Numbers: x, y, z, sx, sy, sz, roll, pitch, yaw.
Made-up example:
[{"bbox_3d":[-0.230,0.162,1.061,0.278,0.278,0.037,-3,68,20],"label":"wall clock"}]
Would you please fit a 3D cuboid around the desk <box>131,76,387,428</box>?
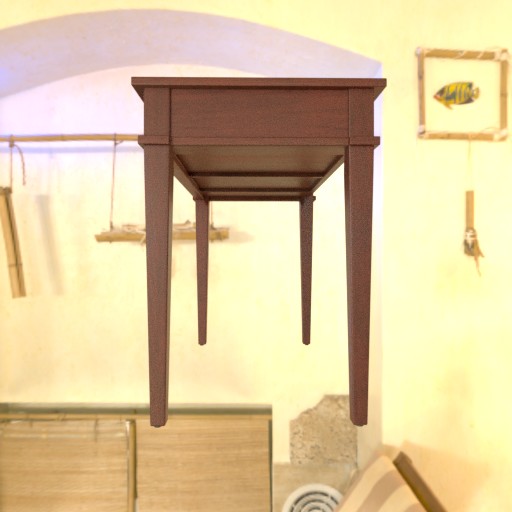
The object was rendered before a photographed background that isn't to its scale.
[{"bbox_3d":[0.000,0.000,1.448,0.549,0.762,1.001,0,0,-1],"label":"desk"}]
